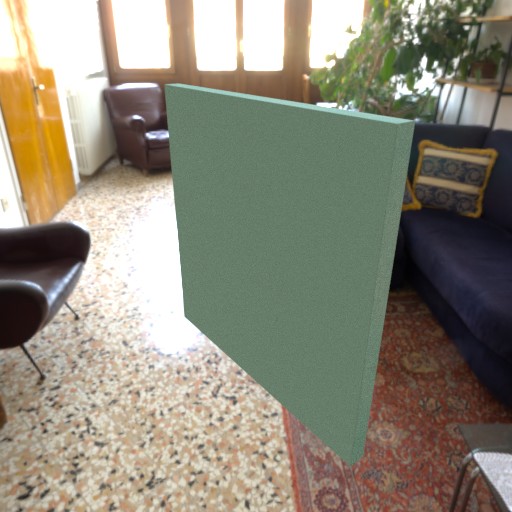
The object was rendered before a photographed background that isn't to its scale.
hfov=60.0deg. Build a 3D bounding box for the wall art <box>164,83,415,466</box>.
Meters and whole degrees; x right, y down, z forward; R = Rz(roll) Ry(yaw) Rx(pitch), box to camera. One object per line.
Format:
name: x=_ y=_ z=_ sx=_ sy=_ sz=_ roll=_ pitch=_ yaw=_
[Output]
wall art: x=0.000 y=0.000 z=0.889 sx=0.036 sy=0.603 sz=0.603 roll=-19 pitch=32 yaw=-33
